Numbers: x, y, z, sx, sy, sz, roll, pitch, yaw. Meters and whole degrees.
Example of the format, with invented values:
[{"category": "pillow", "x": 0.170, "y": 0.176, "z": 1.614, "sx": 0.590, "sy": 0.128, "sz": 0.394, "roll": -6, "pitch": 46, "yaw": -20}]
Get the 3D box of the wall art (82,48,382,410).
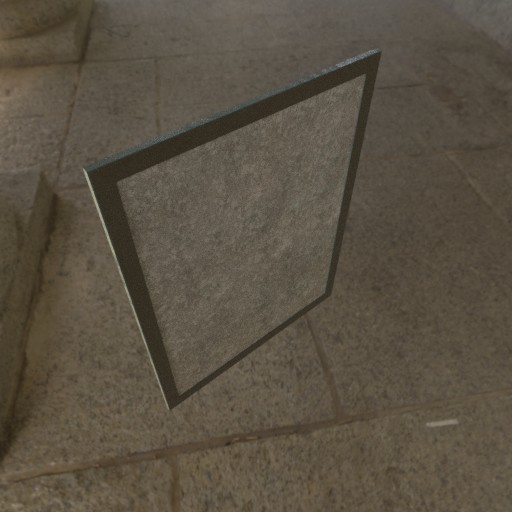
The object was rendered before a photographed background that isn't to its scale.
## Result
[{"category": "wall art", "x": 0.000, "y": 0.000, "z": 1.288, "sx": 0.767, "sy": 0.983, "sz": 0.030, "roll": -31, "pitch": 55, "yaw": -25}]
